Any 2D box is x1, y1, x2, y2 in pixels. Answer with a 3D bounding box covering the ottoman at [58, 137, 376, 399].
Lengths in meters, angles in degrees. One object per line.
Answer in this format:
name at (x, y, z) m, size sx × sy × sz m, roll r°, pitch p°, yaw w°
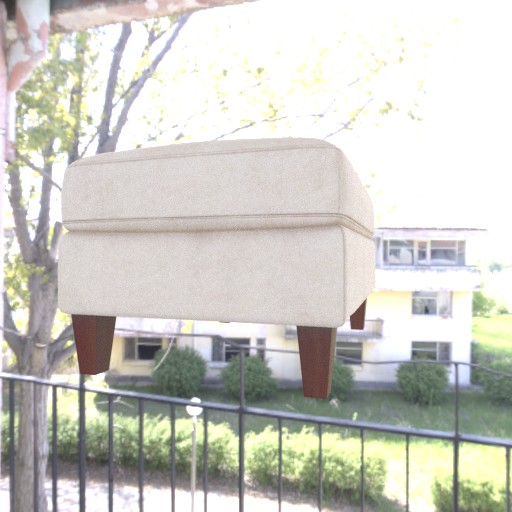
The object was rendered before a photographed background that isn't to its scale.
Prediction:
ottoman at (0.000, 0.000, 1.195) m, size 0.584 × 0.483 × 0.864 m, roll 0°, pitch 0°, yaw 18°
